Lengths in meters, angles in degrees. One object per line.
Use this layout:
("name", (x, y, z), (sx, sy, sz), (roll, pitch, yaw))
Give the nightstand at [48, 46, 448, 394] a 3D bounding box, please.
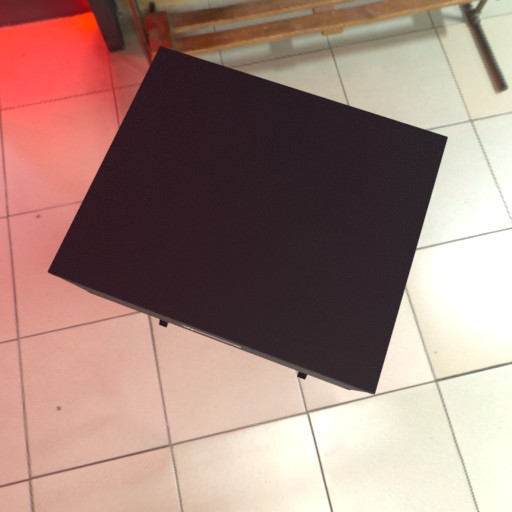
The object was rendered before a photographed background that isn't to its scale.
("nightstand", (0.000, 0.000, 0.950), (0.479, 0.623, 0.402), (19, 76, 5))
